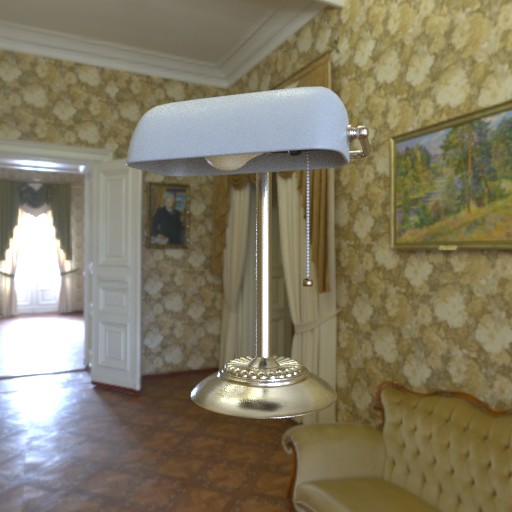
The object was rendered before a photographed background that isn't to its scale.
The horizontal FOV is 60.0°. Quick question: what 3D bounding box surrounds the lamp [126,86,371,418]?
[{"bbox_3d":[0.000,0.000,0.520,0.264,0.339,0.243,0,0,18],"label":"lamp"}]
